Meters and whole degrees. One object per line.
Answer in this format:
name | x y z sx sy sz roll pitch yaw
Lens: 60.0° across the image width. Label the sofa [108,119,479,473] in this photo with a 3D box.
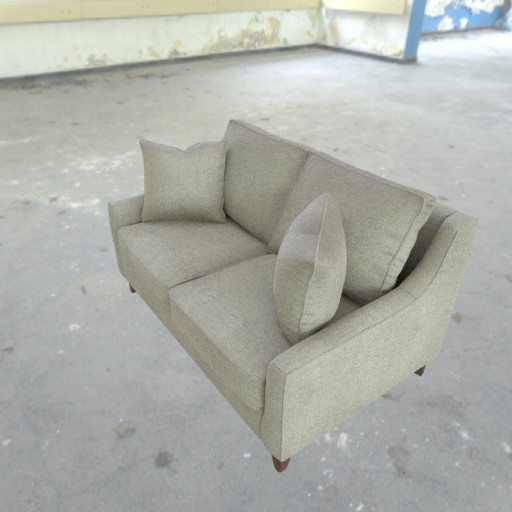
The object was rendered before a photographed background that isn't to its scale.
sofa | 0.000 0.000 1.970 0.915 0.863 1.422 -21 38 -30
